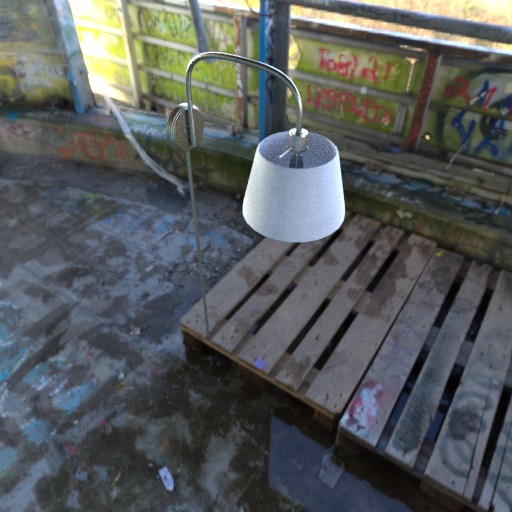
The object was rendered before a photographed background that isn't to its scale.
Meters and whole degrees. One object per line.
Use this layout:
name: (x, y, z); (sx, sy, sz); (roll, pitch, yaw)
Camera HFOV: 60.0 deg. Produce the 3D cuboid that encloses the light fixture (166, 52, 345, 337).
light fixture: (0.000, 0.000, 0.471); (0.176, 0.399, 0.092); (26, 48, 26)
